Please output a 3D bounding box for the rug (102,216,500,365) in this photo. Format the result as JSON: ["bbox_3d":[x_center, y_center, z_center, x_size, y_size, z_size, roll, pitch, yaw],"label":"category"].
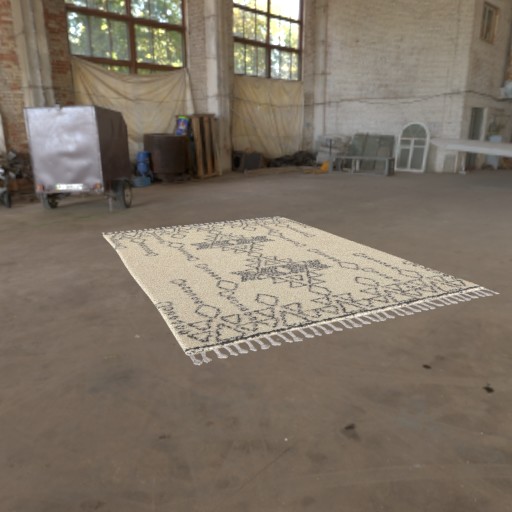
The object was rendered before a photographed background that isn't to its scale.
[{"bbox_3d":[0.000,0.000,3.790,2.125,0.028,3.027,-8,18,-25],"label":"rug"}]
